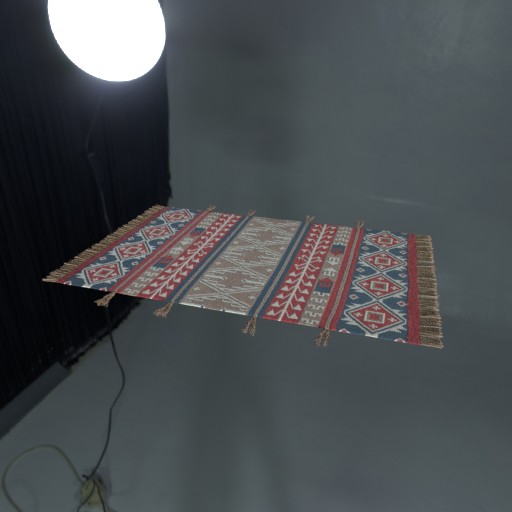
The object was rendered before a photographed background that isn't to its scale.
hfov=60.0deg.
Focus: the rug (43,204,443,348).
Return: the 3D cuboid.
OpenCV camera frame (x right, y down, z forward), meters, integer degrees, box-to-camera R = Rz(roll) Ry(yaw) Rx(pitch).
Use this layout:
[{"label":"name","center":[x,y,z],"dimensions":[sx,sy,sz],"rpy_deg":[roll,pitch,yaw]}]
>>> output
[{"label":"rug","center":[0.000,0.000,2.625],"dimensions":[2.025,0.040,1.469],"rpy_deg":[8,27,15]}]
